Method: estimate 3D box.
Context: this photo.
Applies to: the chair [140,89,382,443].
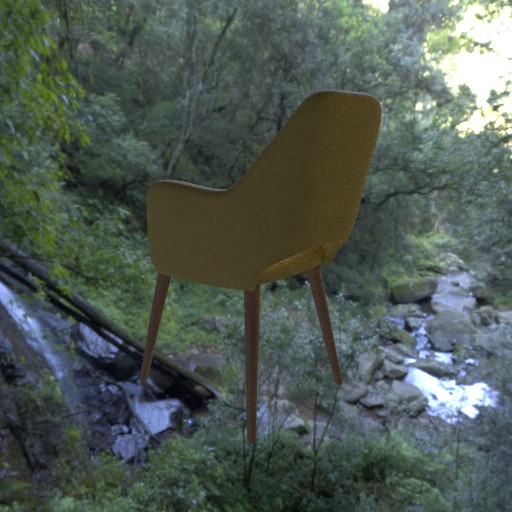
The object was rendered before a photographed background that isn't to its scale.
[{"bbox_3d":[0.000,0.000,1.248,0.590,0.840,0.610,-15,22,-43],"label":"chair"}]
